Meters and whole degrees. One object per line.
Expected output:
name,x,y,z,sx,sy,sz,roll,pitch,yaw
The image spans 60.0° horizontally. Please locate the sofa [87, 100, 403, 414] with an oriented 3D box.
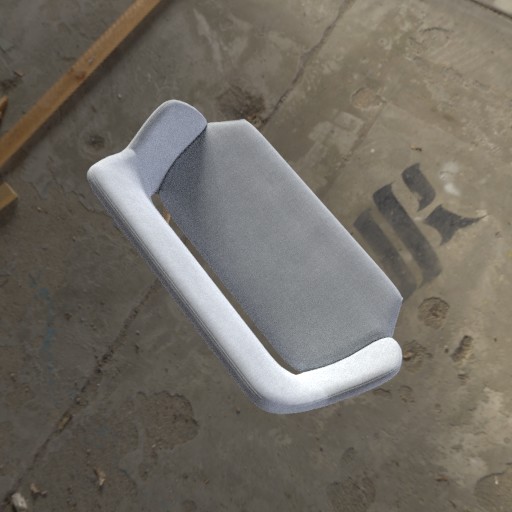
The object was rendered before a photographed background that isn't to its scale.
sofa,0.000,0.000,1.592,0.610,0.840,1.150,-37,78,-9
